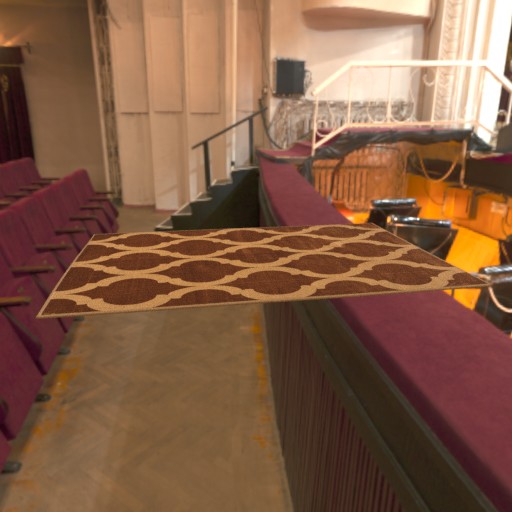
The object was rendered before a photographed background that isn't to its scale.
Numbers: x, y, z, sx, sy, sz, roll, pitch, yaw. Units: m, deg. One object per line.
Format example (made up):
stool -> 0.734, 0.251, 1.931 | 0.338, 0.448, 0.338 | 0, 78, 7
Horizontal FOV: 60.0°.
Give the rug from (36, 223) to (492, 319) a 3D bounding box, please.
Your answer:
rug -> 0.000, 0.000, 2.881 | 2.290, 0.014, 1.526 | -3, 17, -10
